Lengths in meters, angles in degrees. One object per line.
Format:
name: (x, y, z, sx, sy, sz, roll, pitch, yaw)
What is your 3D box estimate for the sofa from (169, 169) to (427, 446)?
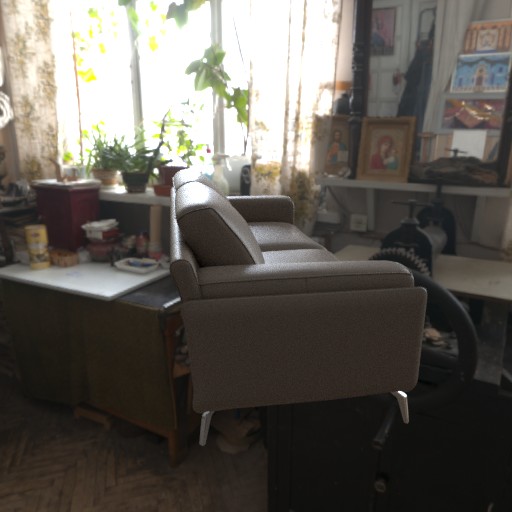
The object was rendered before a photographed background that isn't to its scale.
sofa: (0.000, 0.000, 2.605, 1.049, 0.930, 2.101, -3, 17, -10)
